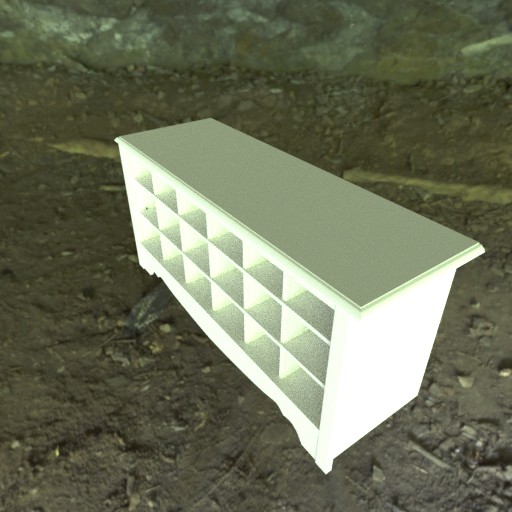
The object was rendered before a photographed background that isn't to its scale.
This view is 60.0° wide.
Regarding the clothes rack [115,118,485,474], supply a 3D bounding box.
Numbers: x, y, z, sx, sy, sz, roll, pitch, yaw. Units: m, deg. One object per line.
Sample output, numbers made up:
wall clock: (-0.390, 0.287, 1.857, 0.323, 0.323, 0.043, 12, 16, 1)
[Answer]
clothes rack: (0.000, 0.000, 1.467, 0.405, 0.558, 1.218, -22, 39, -29)
